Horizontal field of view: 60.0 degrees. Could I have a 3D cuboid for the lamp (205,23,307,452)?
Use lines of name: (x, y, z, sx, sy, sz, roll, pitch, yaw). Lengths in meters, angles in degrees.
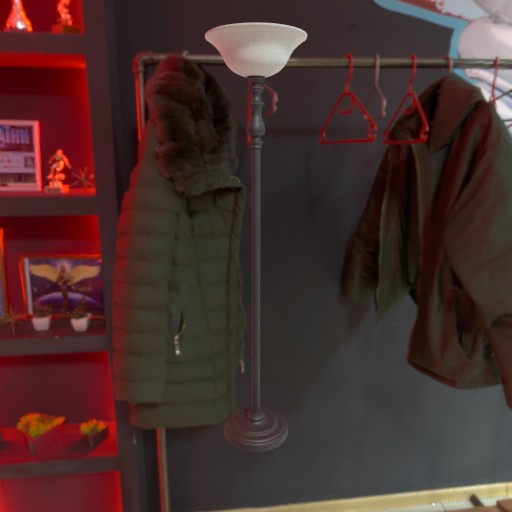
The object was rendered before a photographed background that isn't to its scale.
lamp: (0.000, 0.000, 1.976, 0.405, 1.797, 0.405, 6, 15, 25)
